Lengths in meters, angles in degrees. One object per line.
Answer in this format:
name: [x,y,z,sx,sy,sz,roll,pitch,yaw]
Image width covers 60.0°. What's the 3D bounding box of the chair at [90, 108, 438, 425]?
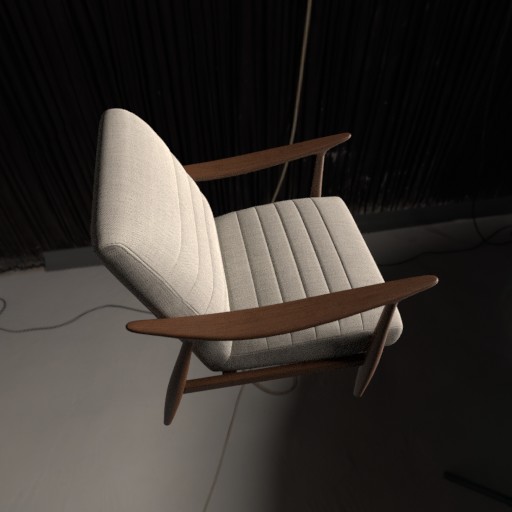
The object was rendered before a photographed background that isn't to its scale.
chair: [0.000,0.000,1.410,0.798,0.832,0.741,-8,48,-7]
